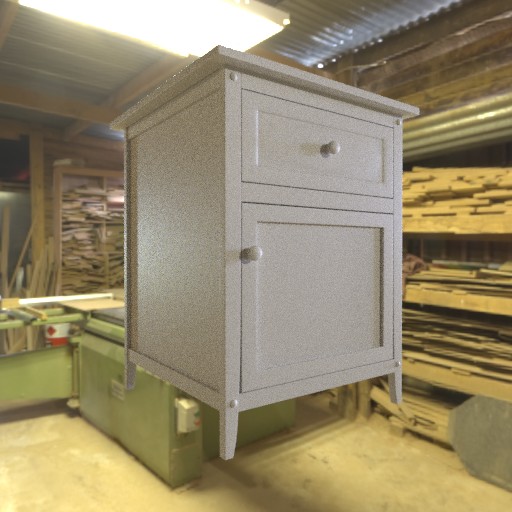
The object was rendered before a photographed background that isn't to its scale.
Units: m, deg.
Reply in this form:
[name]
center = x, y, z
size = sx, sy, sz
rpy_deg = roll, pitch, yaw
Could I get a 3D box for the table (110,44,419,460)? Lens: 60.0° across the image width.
[table]
center = 0.000, 0.000, 0.765
size = 0.381, 0.483, 0.381
rpy_deg = 0, 1, -36
